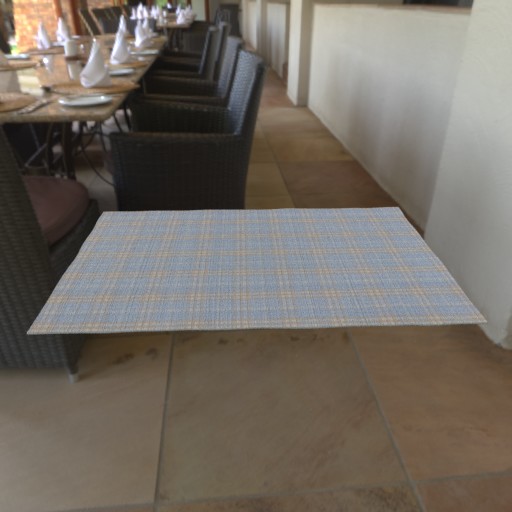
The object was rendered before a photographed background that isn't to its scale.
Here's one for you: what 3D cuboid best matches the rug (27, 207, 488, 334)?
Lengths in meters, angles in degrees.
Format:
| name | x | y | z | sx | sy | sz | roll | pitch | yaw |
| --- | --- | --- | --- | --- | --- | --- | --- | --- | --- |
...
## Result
| name | x | y | z | sx | sy | sz | roll | pitch | yaw |
| --- | --- | --- | --- | --- | --- | --- | --- | --- | --- |
| rug | 0.000 | 0.000 | 3.017 | 2.460 | 0.016 | 1.545 | -1 | 30 | -2 |
